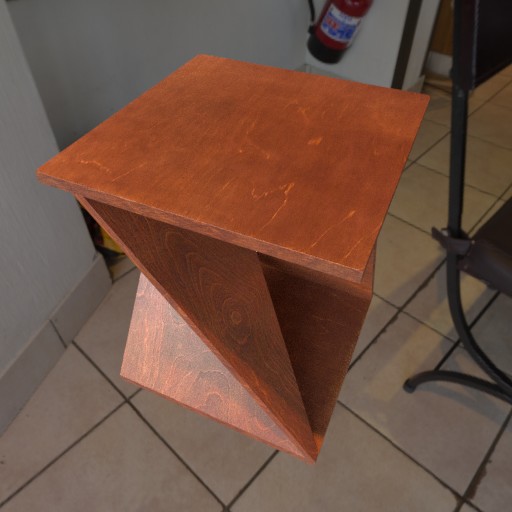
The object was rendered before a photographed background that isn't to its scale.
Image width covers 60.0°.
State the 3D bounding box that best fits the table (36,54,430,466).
[{"bbox_3d":[0.000,0.000,0.824,0.427,0.520,0.427,18,48,17],"label":"table"}]
